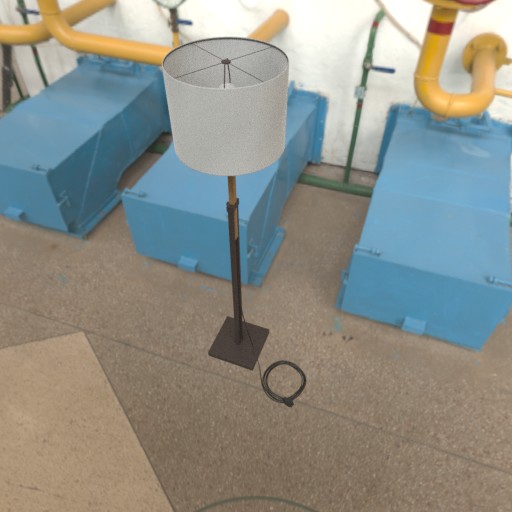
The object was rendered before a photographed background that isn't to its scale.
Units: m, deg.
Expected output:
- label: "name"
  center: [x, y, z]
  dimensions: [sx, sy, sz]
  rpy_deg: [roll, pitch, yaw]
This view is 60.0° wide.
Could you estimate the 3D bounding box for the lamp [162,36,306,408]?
- label: "lamp"
  center: [0.000, 0.000, 1.961]
  dimensions: [0.639, 1.650, 0.474]
  rpy_deg: [15, 48, 14]
